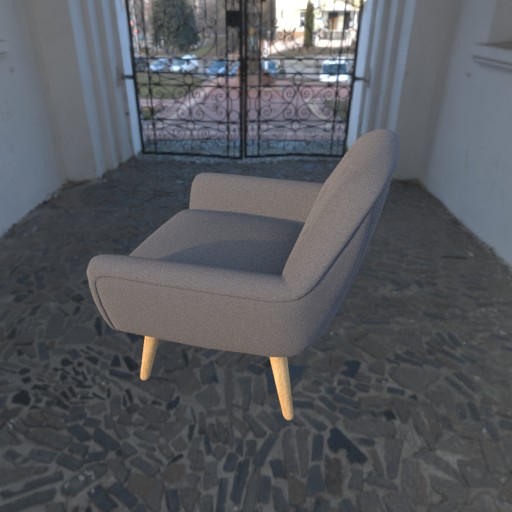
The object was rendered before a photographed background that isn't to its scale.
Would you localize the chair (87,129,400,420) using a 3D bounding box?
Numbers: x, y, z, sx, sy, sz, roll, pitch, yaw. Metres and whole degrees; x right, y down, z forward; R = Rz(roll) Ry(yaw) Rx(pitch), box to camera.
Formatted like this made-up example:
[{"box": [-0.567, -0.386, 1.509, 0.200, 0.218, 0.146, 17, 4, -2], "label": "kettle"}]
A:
[{"box": [0.000, 0.000, 1.436, 0.779, 0.800, 0.770, 8, 30, 14], "label": "chair"}]
